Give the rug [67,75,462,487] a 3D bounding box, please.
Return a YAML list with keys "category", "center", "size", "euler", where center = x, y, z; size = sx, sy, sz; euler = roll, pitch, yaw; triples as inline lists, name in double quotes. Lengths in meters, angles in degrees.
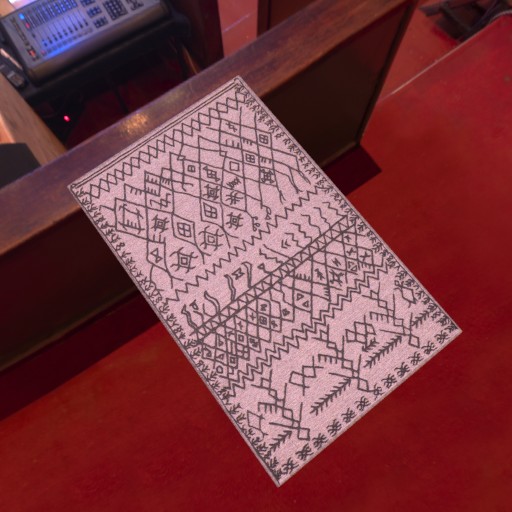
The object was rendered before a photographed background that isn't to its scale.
- category: "rug"
  center: [0.000, 0.000, 3.023]
  size: [1.526, 0.012, 2.444]
  euler: [-36, 78, -9]
